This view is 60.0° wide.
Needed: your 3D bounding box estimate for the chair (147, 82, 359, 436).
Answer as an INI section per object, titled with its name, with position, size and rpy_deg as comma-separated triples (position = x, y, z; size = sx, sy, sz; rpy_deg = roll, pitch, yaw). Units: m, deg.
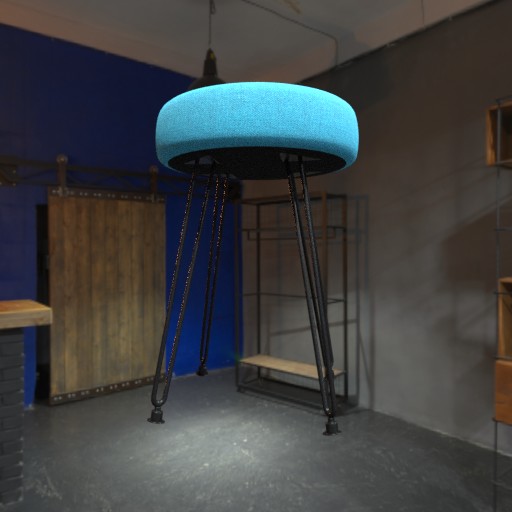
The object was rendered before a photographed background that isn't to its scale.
[chair]
position = 0.000, 0.000, 0.679
size = 0.350, 0.440, 0.350
rpy_deg = -1, 1, -36
